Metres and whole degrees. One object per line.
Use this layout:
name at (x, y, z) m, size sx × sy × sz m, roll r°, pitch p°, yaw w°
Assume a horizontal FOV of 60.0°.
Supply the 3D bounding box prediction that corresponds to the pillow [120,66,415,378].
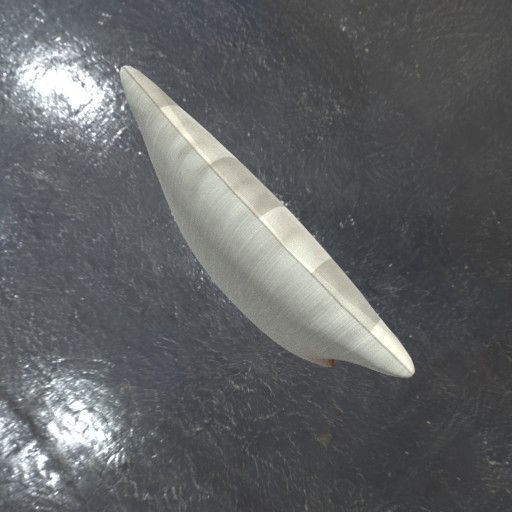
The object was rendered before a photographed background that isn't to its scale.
pillow at (0.000, 0.000, 0.766) m, size 0.161 × 0.509 × 0.511 m, roll -41°, pitch 80°, yaw -8°
